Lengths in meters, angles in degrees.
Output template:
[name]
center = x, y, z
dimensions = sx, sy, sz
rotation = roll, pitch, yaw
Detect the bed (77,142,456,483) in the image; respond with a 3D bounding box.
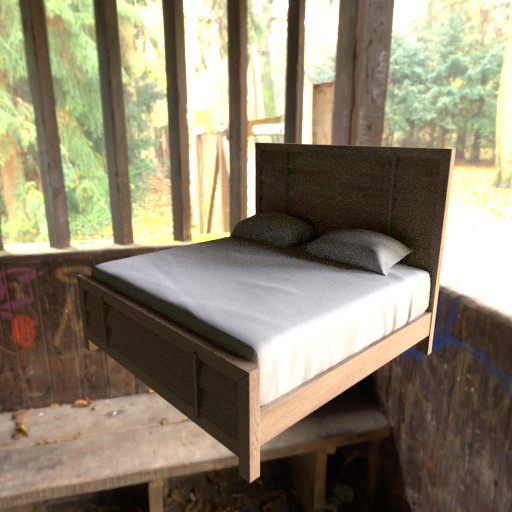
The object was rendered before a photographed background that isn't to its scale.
[bed]
center = 0.000, 0.000, 3.442
dimensions = 2.032, 1.626, 2.032
rotation = -15, 22, -41
